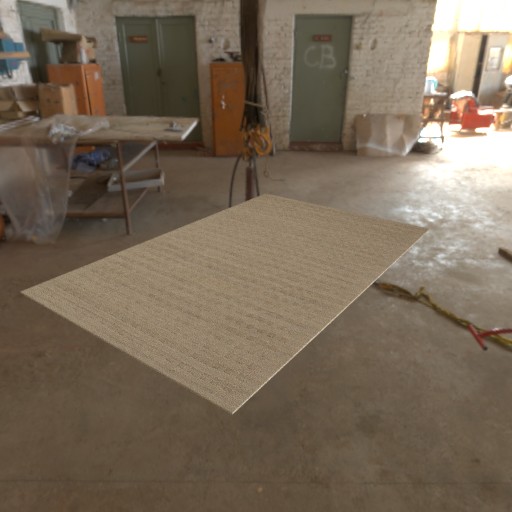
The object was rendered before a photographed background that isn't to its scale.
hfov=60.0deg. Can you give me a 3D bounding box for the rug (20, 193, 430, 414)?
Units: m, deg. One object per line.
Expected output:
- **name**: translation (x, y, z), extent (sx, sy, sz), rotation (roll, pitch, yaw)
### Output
- **rug**: translation (0.000, 0.000, 2.173), extent (1.142, 0.006, 1.752), rotation (17, 30, 33)
